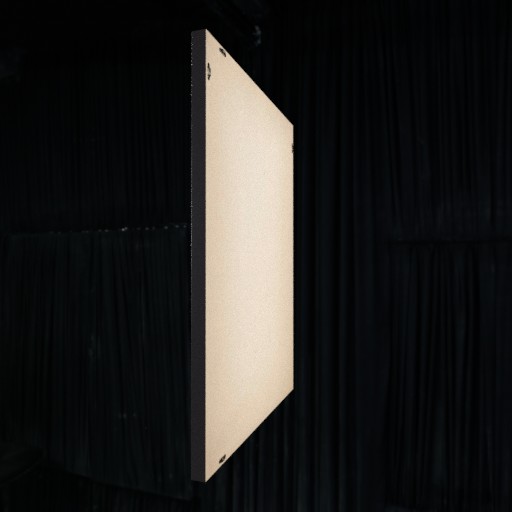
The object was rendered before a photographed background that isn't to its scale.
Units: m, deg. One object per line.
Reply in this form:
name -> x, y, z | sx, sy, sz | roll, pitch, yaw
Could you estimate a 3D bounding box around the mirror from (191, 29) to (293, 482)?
mirror -> 0.000, 0.000, 1.357 | 0.041, 1.016, 0.762 | 0, -1, 20
